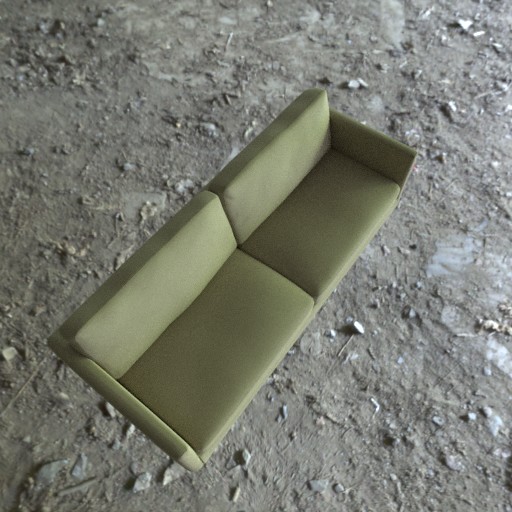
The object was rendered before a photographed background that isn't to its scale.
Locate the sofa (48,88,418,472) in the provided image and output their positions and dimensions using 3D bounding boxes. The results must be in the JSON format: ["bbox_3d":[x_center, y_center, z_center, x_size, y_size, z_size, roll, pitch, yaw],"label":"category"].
[{"bbox_3d":[0.000,0.000,2.835,0.988,0.912,2.404,33,65,18],"label":"sofa"}]
